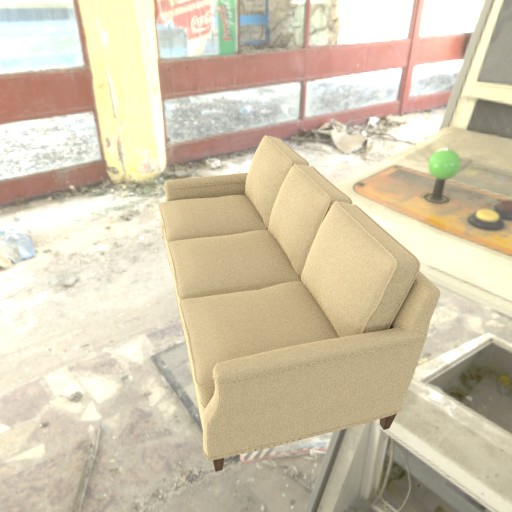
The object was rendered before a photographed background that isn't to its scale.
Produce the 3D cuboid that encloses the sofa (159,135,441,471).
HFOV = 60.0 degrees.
[{"bbox_3d":[0.000,0.000,2.849,1.084,1.003,2.246,-8,31,-13],"label":"sofa"}]
